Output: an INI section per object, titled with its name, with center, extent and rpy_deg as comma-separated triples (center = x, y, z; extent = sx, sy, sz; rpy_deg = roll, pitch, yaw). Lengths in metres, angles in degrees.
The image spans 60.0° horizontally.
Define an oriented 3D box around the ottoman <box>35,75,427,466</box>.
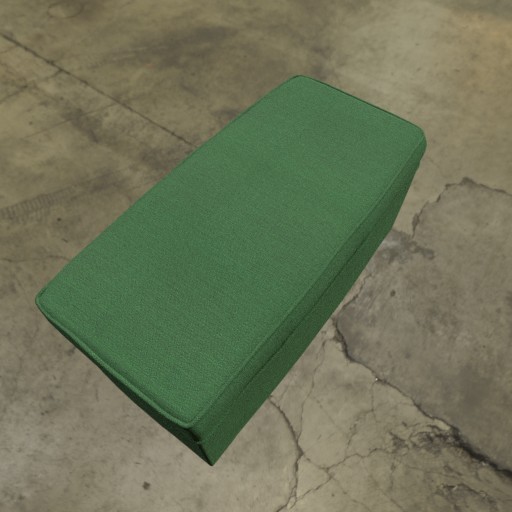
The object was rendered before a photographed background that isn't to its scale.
[ottoman]
center = 0.000, 0.000, 1.202
extent = 0.483, 0.471, 0.957
rpy_deg = 33, 63, 20
